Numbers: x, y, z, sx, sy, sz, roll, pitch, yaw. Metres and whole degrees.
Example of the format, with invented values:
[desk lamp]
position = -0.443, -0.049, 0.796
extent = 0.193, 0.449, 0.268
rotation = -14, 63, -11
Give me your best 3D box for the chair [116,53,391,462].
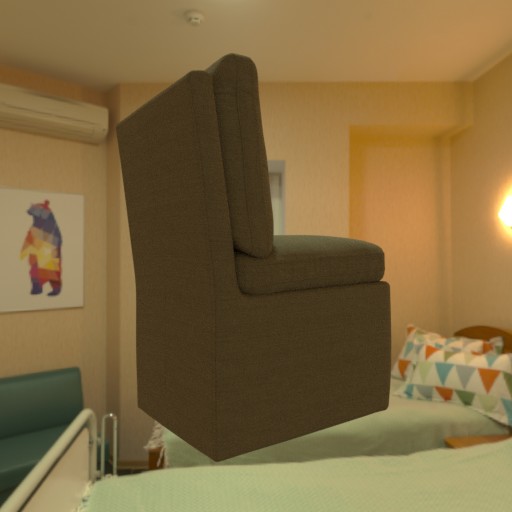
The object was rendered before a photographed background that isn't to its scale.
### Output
[chair]
position = 0.000, 0.000, 1.326
extent = 0.698, 0.927, 0.503
rotation = 0, -1, -36
